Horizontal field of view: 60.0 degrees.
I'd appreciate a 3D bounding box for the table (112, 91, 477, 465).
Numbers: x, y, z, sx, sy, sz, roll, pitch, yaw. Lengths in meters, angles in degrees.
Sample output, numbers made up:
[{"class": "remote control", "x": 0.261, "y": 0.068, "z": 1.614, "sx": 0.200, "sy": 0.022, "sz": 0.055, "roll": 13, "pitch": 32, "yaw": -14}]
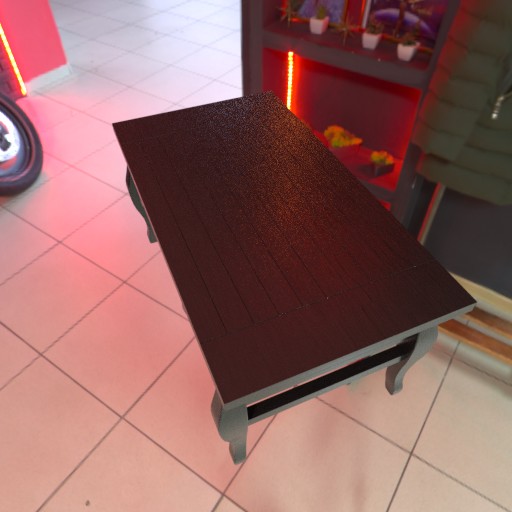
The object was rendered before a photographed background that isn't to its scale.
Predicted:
[{"class": "table", "x": 0.000, "y": 0.000, "z": 1.392, "sx": 0.600, "sy": 0.494, "sz": 1.062, "roll": -17, "pitch": 49, "yaw": -16}]
